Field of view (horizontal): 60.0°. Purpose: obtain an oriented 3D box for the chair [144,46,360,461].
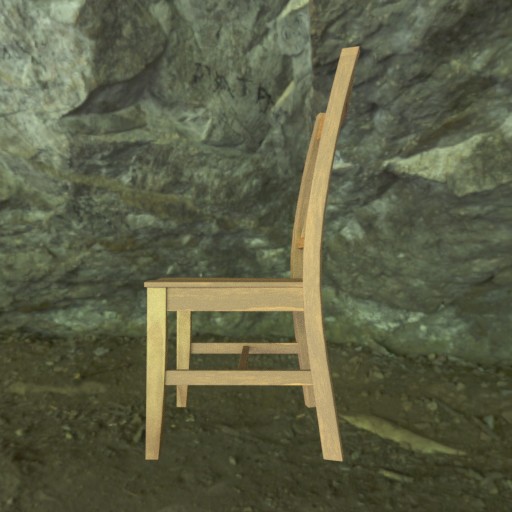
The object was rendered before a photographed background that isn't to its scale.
[{"bbox_3d":[0.000,0.000,1.282,0.542,0.983,0.485,0,-2,0],"label":"chair"}]
